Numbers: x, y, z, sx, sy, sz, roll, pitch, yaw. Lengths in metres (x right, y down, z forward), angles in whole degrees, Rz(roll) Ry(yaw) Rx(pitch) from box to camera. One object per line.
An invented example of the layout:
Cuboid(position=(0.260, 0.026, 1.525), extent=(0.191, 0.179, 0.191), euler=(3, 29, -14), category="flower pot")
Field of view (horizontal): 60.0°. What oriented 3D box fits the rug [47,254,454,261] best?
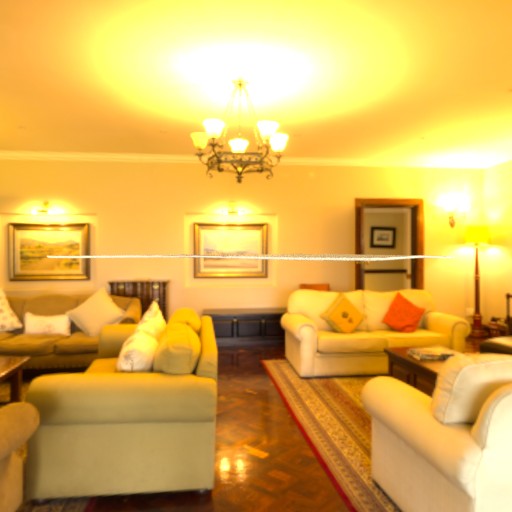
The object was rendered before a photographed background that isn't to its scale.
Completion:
Cuboid(position=(0.000, 0.000, 4.345), extent=(3.202, 0.045, 2.434), euler=(0, 0, 34), category="rug")
